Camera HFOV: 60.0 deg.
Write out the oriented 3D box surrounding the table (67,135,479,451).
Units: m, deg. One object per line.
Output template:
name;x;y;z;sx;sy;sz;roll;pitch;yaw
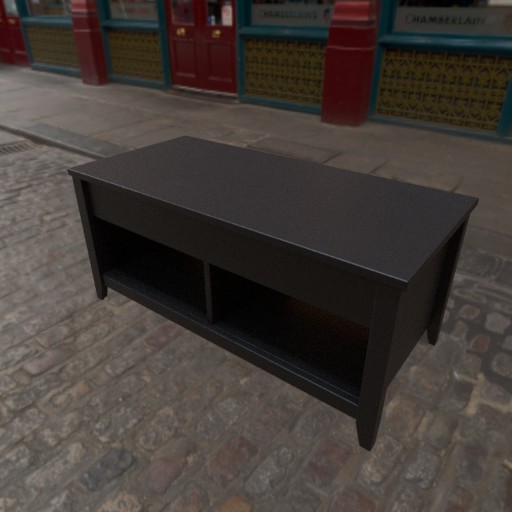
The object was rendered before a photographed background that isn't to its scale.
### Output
table;0.000;0.000;1.303;1.016;0.457;0.483;20;35;32
